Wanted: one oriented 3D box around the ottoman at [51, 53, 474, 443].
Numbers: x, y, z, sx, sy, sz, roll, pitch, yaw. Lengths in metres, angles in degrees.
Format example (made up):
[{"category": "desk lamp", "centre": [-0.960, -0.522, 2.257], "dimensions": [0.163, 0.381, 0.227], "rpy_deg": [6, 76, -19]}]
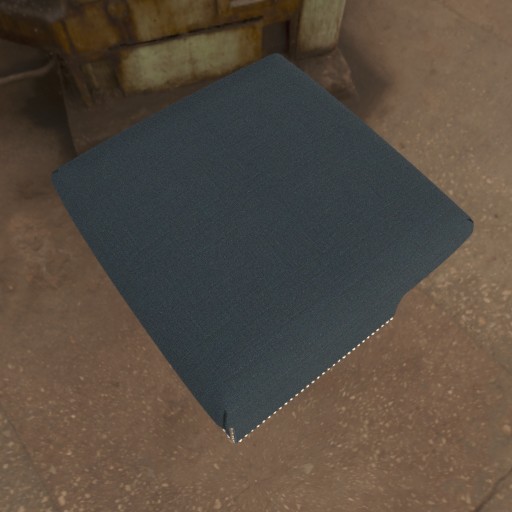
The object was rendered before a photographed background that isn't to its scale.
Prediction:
[{"category": "ottoman", "centre": [0.000, 0.000, 0.868], "dimensions": [0.497, 0.475, 0.507], "rpy_deg": [-34, 68, -16]}]
